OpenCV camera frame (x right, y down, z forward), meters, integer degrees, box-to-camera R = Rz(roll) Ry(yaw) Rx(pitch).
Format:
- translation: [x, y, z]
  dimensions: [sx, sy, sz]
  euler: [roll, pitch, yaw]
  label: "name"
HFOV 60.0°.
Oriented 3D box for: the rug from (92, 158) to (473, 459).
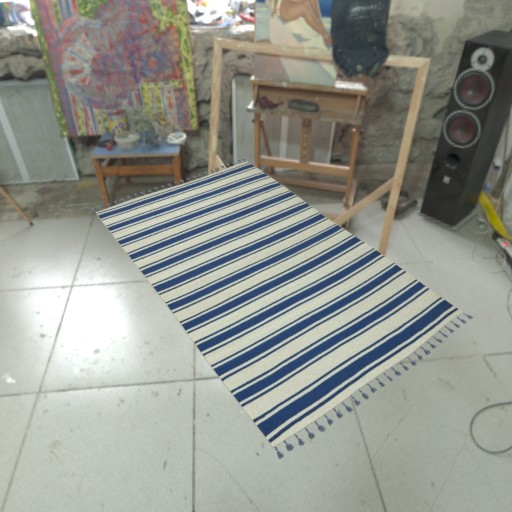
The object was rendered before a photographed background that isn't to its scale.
- translation: [0.000, 0.000, 2.619]
  dimensions: [1.248, 0.009, 2.108]
  euler: [-24, 46, -26]
  label: "rug"
